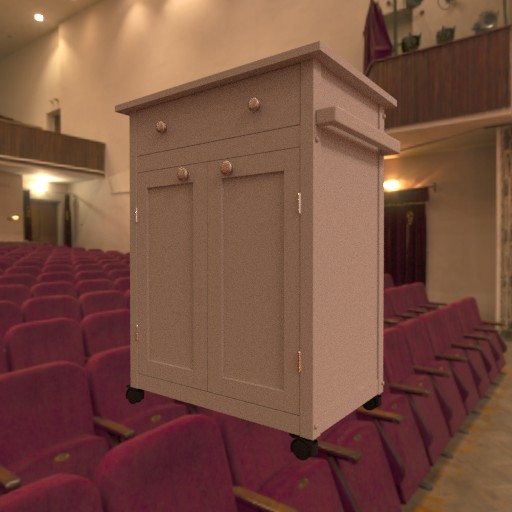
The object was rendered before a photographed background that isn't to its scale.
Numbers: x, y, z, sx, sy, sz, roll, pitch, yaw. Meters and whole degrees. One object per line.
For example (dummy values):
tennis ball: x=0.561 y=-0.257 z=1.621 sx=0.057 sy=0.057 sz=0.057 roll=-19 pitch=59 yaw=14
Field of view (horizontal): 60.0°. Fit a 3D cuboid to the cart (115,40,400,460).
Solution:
cart: x=0.000 y=0.000 z=1.253 sx=0.683 sy=0.864 sz=0.442 roll=1 pitch=1 yaw=37
